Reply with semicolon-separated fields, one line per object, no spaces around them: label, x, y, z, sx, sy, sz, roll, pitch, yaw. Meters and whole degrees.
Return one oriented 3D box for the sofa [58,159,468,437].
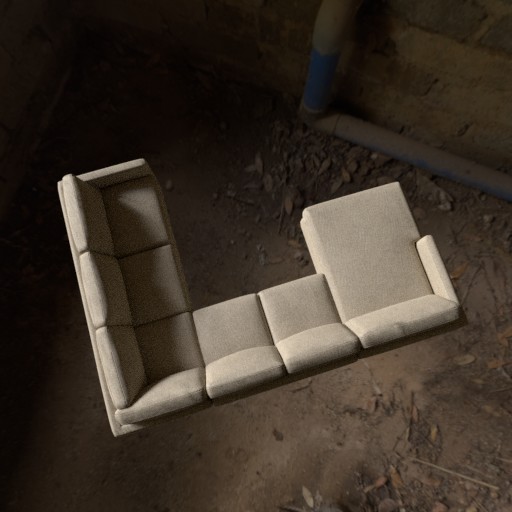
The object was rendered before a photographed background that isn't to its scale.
sofa;0.000;0.000;4.563;3.460;0.959;2.593;-17;78;-4
